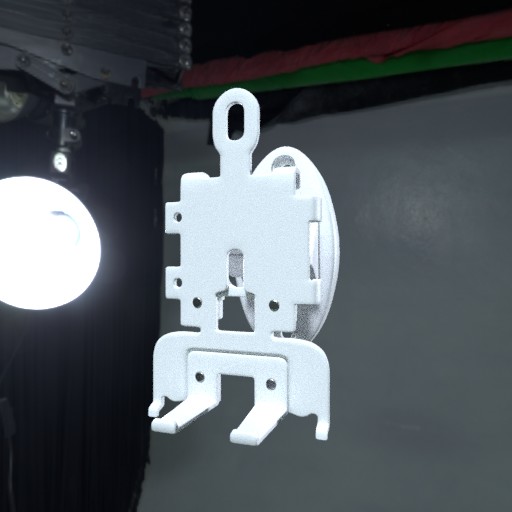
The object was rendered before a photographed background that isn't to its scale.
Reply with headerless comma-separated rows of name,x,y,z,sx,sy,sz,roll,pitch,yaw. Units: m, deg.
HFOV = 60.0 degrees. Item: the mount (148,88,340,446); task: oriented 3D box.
mount,0.000,0.000,0.177,0.066,0.118,0.100,0,0,19
